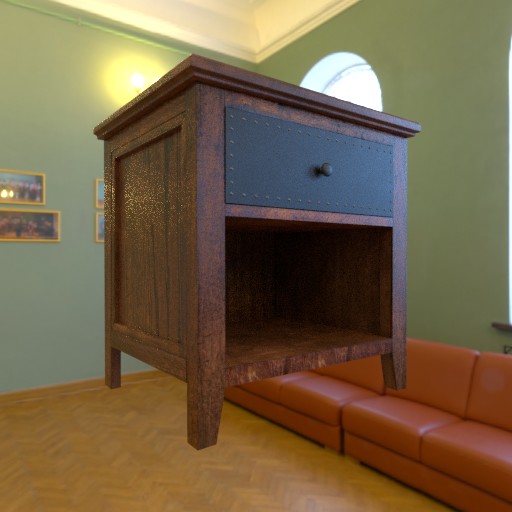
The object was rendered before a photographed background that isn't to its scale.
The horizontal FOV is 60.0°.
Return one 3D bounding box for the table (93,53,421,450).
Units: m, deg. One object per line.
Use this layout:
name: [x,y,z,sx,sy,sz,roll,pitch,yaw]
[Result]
table: [0.000,0.000,1.006,0.586,0.597,0.461,0,0,-37]
